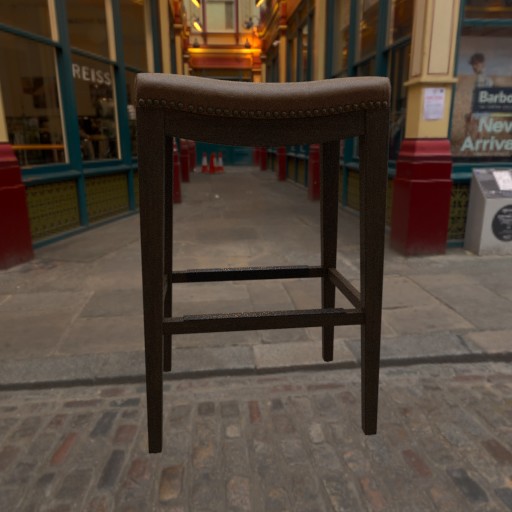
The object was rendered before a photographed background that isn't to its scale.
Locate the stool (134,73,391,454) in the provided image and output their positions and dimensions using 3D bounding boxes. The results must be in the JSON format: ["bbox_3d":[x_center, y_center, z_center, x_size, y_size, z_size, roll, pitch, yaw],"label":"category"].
[{"bbox_3d":[0.000,0.000,1.036,0.500,0.759,0.361,-2,15,-7],"label":"stool"}]
